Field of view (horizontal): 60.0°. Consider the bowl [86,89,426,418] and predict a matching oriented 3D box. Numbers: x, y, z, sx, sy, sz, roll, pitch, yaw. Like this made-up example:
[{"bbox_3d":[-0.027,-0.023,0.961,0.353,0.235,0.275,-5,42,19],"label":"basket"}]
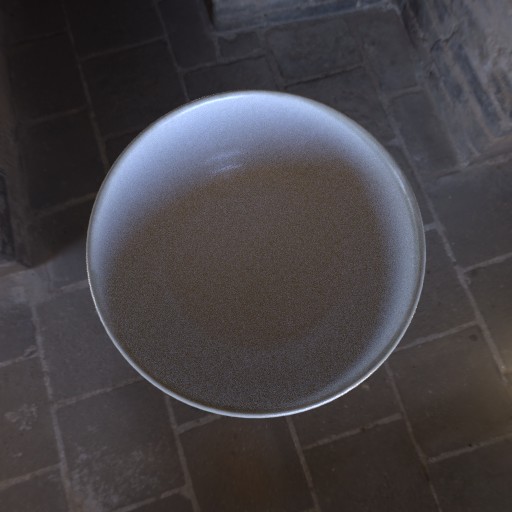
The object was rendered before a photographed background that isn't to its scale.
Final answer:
[{"bbox_3d":[0.000,0.000,0.407,0.268,0.121,0.268,0,77,0],"label":"bowl"}]
